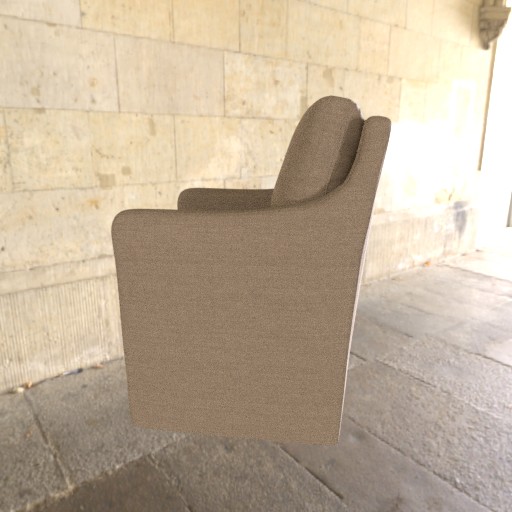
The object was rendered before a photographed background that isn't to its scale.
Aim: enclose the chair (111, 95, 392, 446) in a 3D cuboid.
[{"bbox_3d":[0.000,0.000,1.398,0.694,0.914,0.626,2,15,8],"label":"chair"}]
